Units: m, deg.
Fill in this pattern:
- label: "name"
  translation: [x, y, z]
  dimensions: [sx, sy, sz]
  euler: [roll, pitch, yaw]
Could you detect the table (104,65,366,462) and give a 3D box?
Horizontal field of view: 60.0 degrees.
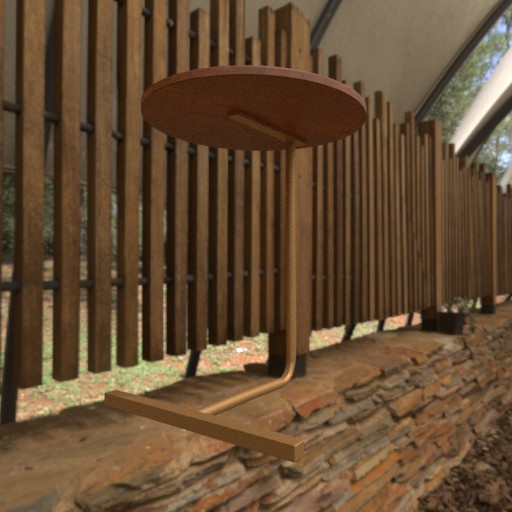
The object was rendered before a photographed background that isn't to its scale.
- label: "table"
  translation: [0.000, 0.000, 1.106]
  dimensions: [0.530, 0.706, 0.577]
  euler: [-1, -1, 36]
